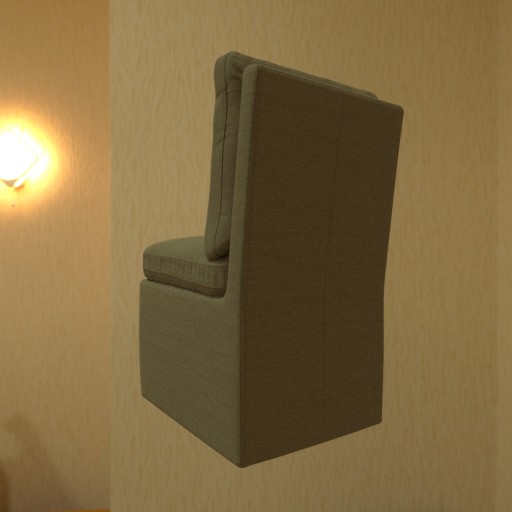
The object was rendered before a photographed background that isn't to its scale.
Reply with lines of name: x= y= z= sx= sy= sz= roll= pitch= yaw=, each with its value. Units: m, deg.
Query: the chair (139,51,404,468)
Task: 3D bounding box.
chair: x=0.000 y=0.000 z=1.312 sx=0.503 sy=0.927 sz=0.698 roll=0 pitch=0 yaw=-34
